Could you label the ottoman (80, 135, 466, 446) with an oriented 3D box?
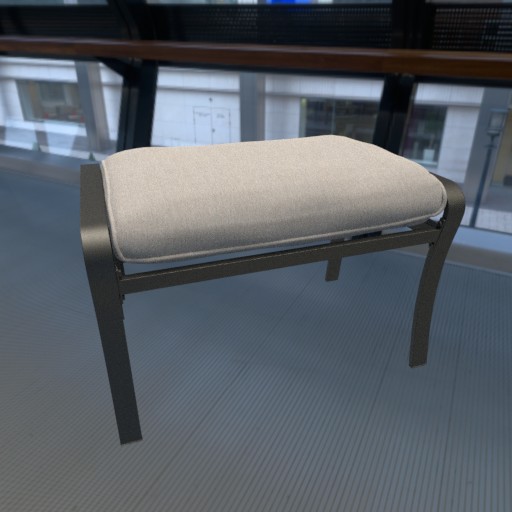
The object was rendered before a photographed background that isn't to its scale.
[{"bbox_3d":[0.000,0.000,0.891,0.610,0.422,0.406,-9,28,-17],"label":"ottoman"}]
